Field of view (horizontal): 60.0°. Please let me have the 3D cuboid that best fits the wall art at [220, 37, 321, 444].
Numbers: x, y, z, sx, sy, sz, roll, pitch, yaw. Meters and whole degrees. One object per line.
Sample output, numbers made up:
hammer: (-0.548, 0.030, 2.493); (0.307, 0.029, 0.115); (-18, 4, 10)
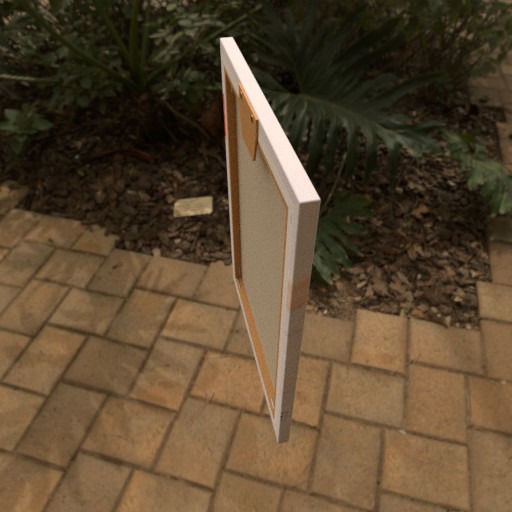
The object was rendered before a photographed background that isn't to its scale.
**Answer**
wall art: (0.000, 0.000, 1.358); (0.045, 1.014, 0.759); (-10, 46, -9)
